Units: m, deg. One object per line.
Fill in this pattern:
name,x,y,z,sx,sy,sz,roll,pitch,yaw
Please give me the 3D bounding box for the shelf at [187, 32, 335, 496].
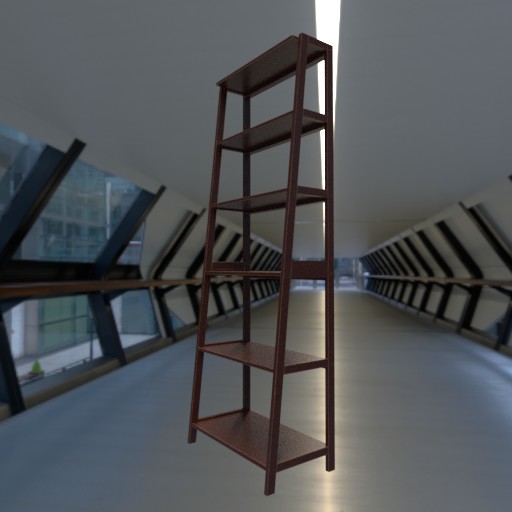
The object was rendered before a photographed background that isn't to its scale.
shelf,0.000,0.000,2.126,0.381,1.892,0.660,1,-2,-37
